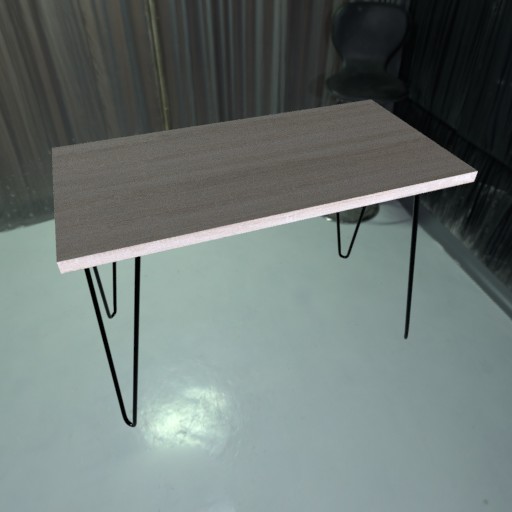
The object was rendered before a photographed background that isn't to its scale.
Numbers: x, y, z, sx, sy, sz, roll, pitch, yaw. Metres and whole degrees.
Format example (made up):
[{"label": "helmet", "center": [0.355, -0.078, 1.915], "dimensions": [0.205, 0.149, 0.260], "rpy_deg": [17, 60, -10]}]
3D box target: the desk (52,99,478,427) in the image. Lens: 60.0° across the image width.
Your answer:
[{"label": "desk", "center": [0.000, 0.000, 1.363], "dimensions": [0.991, 0.660, 0.499], "rpy_deg": [-13, 42, -15]}]
